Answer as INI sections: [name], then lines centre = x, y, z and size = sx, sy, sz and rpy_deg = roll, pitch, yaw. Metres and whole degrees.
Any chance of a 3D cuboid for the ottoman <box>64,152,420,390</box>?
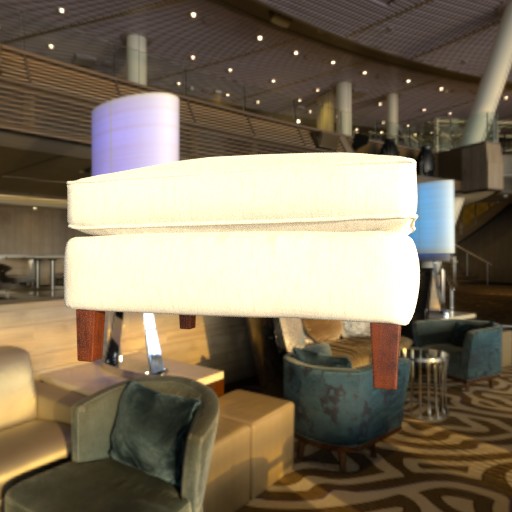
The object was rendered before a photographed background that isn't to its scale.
[ottoman]
centre = 0.000, 0.000, 0.970
size = 0.665, 0.406, 0.501
rpy_deg = 0, 0, 19
